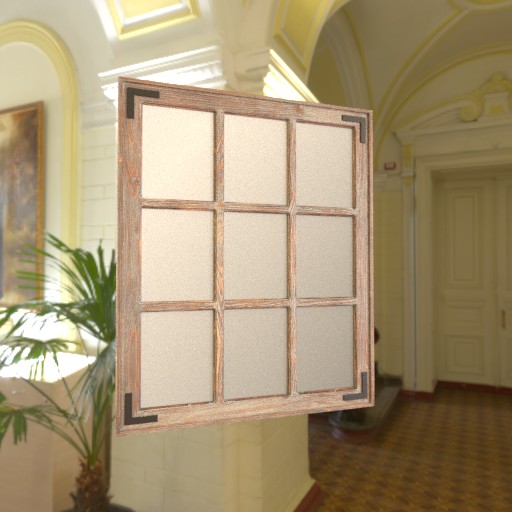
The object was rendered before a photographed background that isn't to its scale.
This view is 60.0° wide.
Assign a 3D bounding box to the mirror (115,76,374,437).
[{"bbox_3d":[0.000,0.000,1.218,0.730,0.882,0.032,1,-2,-19],"label":"mirror"}]
